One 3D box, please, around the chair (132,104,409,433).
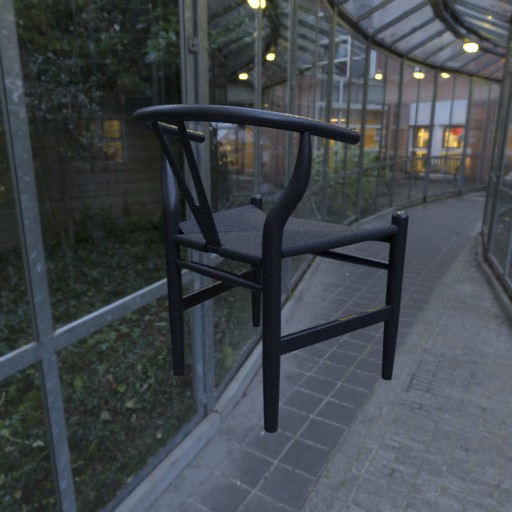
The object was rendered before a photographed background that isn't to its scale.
[{"bbox_3d":[0.000,0.000,1.175,0.569,0.730,0.579,14,20,43],"label":"chair"}]
